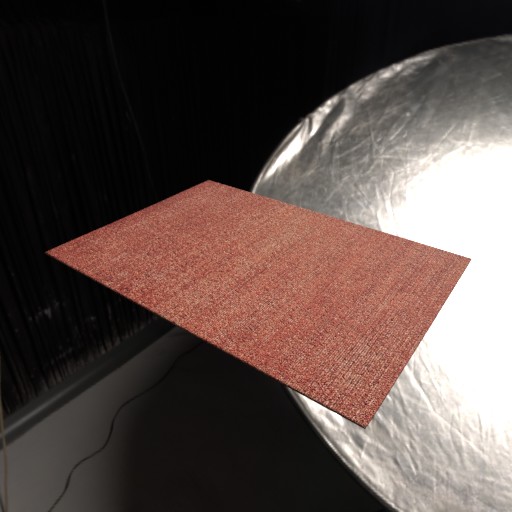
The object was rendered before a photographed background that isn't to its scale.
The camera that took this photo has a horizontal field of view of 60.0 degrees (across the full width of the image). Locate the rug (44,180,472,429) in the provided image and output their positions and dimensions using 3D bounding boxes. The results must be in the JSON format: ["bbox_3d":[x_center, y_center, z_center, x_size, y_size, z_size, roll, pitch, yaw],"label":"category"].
[{"bbox_3d":[0.000,0.000,5.015,3.965,0.025,2.803,21,37,31],"label":"rug"}]
